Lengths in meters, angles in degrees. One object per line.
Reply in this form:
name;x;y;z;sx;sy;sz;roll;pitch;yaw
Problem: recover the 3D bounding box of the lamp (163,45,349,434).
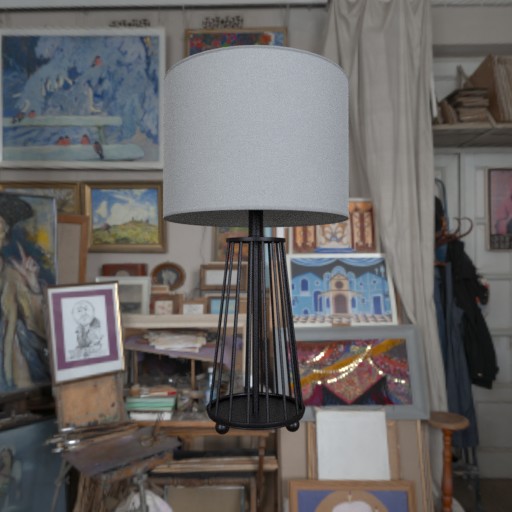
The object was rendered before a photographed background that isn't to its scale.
lamp;0.000;0.000;0.783;0.322;0.593;0.322;1;-1;-37
